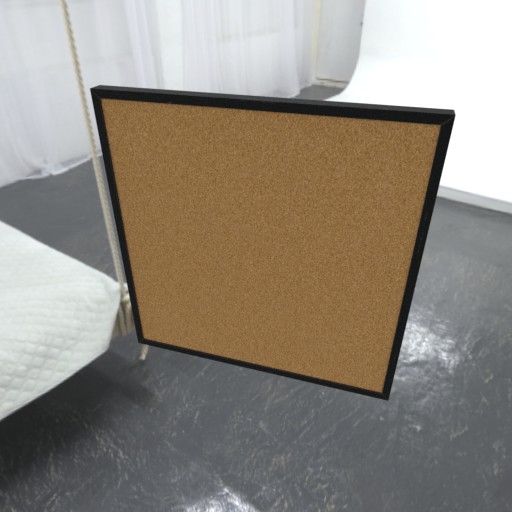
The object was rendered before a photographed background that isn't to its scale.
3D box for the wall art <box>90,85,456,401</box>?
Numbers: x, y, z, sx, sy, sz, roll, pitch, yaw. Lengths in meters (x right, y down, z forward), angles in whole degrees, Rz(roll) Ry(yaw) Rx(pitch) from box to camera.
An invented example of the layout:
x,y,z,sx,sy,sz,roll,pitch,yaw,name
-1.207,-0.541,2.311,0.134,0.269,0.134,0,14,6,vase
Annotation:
x,y,z,sx,sy,sz,roll,pitch,yaw,name
0.000,0.000,1.106,0.761,0.761,0.037,9,33,14,wall art
